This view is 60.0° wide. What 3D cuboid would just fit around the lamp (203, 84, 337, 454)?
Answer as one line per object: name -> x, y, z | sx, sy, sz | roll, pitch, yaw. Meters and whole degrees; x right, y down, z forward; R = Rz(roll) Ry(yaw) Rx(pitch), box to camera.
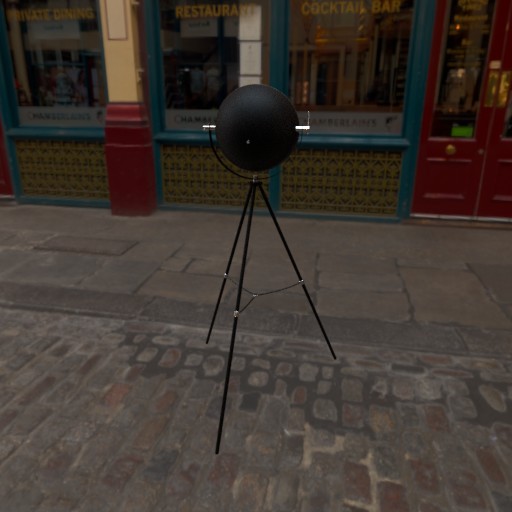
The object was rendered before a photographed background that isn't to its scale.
lamp -> 0.000, 0.000, 2.076 | 0.817, 1.512, 0.920 | 3, 19, 10
